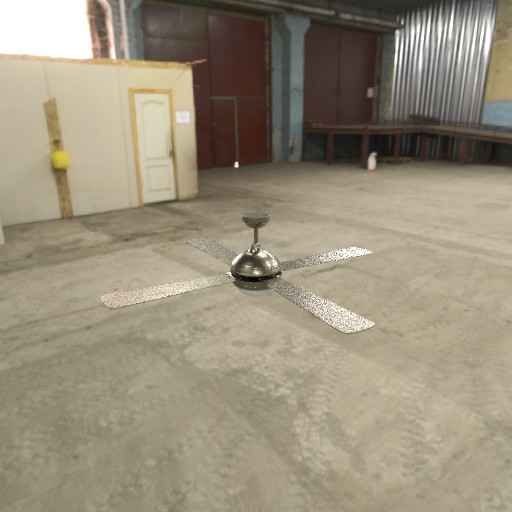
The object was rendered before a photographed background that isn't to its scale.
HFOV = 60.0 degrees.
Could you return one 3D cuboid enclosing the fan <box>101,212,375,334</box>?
[{"bbox_3d":[0.000,0.000,2.029,1.321,0.381,1.321,-3,18,-10],"label":"fan"}]
